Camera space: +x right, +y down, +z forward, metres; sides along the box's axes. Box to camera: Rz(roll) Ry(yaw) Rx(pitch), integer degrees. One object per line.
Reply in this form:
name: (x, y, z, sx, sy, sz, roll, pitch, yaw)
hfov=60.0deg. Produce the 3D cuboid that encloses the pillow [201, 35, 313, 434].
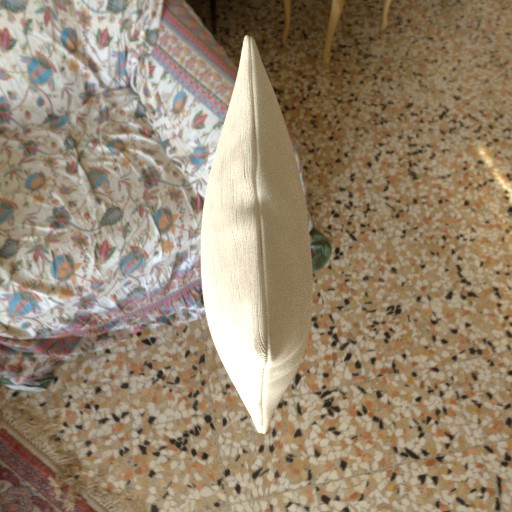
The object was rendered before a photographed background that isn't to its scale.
pillow: (0.000, 0.000, 0.650, 0.162, 0.420, 0.437, -2, 59, -1)
